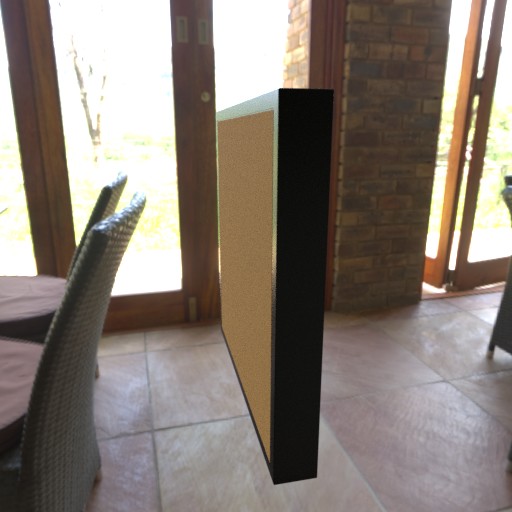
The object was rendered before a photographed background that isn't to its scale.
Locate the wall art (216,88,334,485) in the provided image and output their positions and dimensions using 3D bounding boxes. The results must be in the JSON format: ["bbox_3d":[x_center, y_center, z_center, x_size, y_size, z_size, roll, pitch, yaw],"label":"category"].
[{"bbox_3d":[0.000,0.000,0.460,0.037,0.299,0.299,-3,16,-12],"label":"wall art"}]
